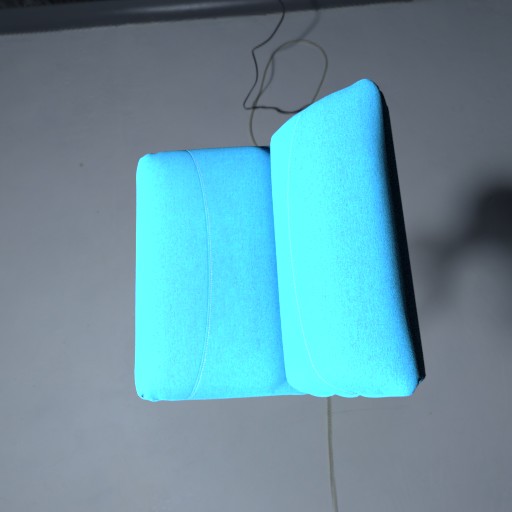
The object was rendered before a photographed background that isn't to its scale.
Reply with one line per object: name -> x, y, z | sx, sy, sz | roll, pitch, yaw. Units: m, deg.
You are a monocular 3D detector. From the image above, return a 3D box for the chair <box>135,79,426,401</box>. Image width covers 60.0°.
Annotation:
chair -> 0.000, 0.000, 1.324 | 0.780, 0.580, 0.820 | -3, 76, -1
